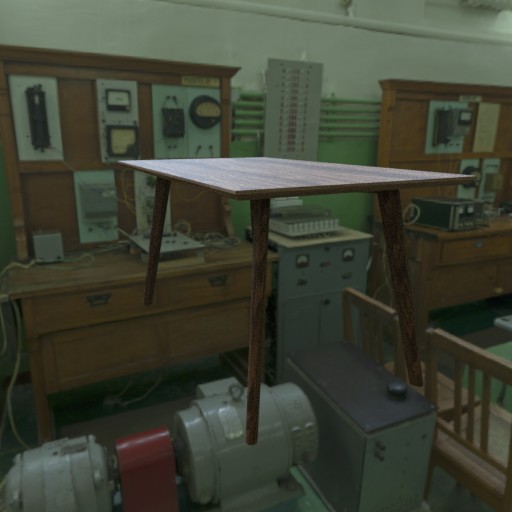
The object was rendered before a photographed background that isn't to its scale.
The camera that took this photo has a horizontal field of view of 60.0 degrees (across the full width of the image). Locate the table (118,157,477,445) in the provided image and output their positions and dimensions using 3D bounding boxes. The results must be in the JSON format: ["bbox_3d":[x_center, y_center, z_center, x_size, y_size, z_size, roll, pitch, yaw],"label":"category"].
[{"bbox_3d":[0.000,0.000,1.828,0.801,0.724,1.349,-8,17,-26],"label":"table"}]
